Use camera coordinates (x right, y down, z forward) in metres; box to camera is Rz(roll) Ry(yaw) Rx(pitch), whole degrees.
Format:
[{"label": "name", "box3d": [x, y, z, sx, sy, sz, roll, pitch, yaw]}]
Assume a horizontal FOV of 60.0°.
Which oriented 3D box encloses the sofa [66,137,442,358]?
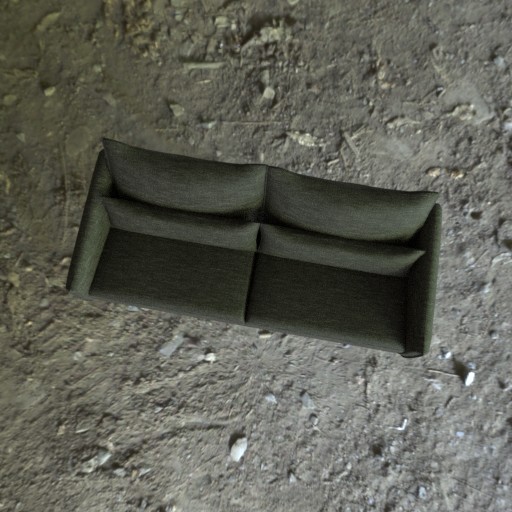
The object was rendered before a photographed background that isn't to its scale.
[{"label": "sofa", "box3d": [0.000, 0.000, 2.500, 2.019, 0.843, 0.807, 10, 77, 2]}]
